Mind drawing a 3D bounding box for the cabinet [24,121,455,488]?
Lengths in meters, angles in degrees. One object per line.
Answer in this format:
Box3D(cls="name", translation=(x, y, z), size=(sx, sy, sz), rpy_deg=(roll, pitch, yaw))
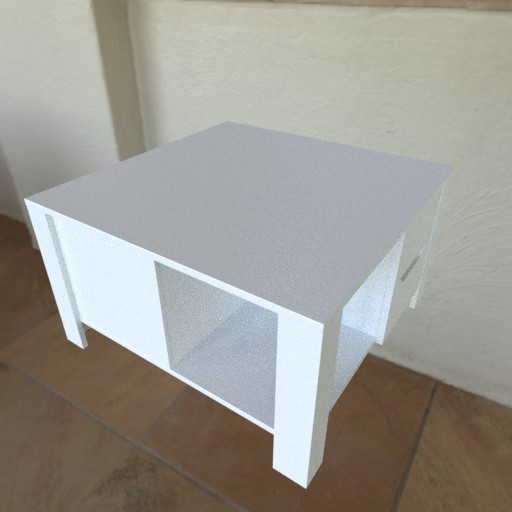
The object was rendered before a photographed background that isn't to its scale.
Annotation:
Box3D(cls="cabinet", translation=(0.000, 0.000, 1.272), size=(0.800, 0.460, 0.800), rpy_deg=(20, 38, 28))
